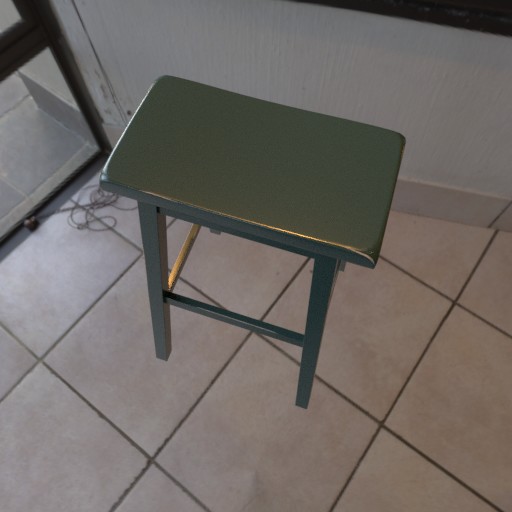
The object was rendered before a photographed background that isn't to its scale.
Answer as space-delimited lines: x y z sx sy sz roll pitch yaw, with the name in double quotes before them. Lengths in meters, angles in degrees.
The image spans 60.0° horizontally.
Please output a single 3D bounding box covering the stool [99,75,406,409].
"stool" 0.000 0.000 1.035 0.457 0.737 0.476 17 65 8
